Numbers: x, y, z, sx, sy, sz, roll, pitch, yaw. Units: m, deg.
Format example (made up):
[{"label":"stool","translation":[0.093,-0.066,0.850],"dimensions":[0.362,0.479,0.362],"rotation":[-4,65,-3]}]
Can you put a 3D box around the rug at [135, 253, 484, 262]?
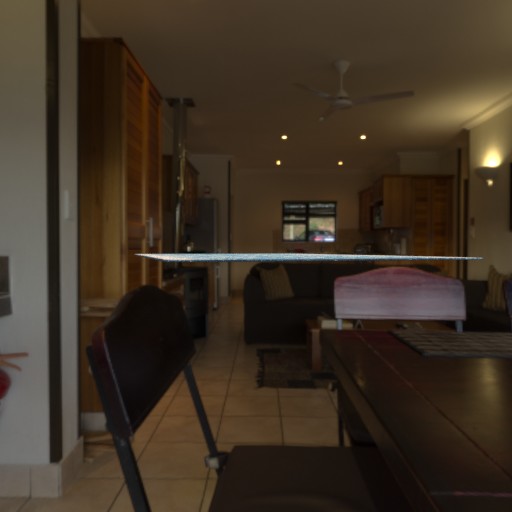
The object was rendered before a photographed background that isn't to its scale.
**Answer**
[{"label":"rug","translation":[0.000,0.000,2.228],"dimensions":[1.102,0.008,1.795],"rotation":[0,1,-18]}]
